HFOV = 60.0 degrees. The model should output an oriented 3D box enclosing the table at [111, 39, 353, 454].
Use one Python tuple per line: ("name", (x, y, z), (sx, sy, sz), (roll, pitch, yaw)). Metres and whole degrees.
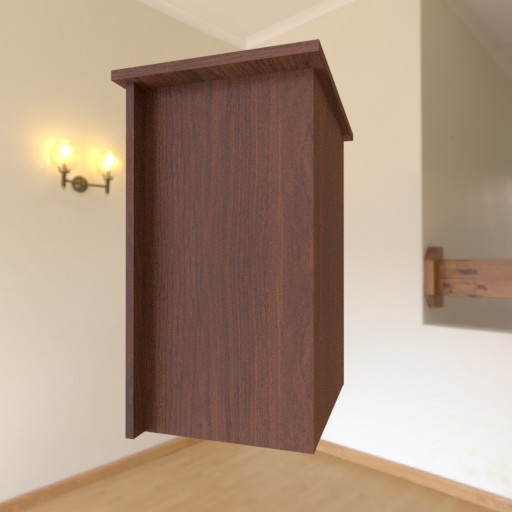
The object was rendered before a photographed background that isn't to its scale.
("table", (0.000, 0.000, 1.070), (0.406, 0.711, 0.589), (0, 0, 18))
